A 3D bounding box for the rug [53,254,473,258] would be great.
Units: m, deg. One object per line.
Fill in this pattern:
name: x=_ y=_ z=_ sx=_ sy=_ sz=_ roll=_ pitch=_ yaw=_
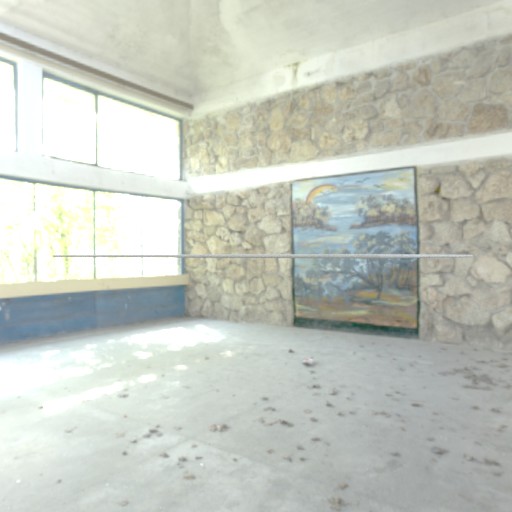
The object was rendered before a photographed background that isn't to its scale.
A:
rug: x=0.000 y=0.000 z=2.308 sx=1.829 sy=0.013 sz=1.219 roll=0 pitch=0 yaw=37
